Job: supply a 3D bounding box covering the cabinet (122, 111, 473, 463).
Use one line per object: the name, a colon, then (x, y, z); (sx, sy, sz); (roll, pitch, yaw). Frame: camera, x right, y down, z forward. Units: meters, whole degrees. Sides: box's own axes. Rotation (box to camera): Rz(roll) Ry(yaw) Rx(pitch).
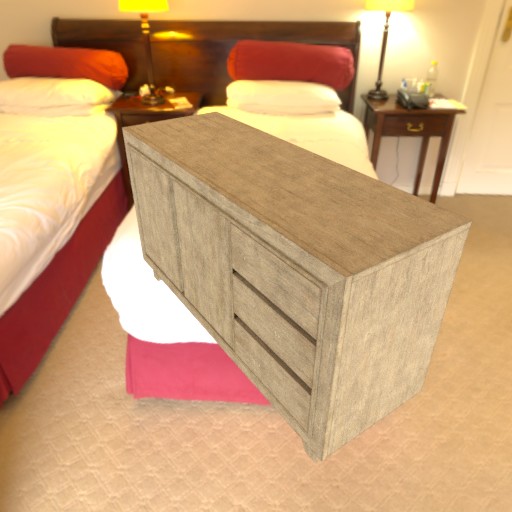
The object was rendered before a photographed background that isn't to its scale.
cabinet: (0.000, 0.000, 1.884); (0.511, 0.825, 1.460); (-20, 38, -29)
